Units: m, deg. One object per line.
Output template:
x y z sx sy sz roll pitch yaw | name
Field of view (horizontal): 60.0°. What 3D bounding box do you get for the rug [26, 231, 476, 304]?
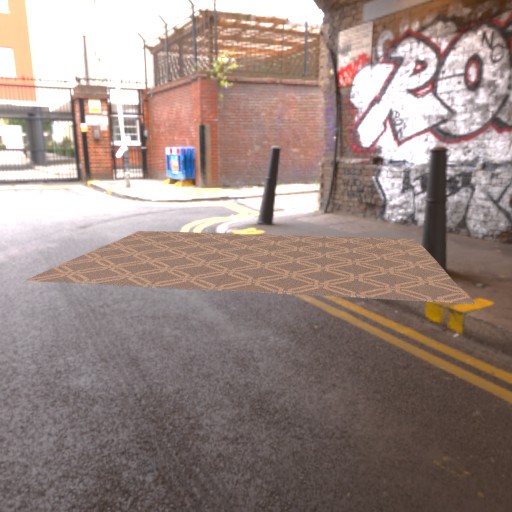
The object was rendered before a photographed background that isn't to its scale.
0.000 0.000 2.232 1.754 0.010 1.148 2 14 9 | rug
